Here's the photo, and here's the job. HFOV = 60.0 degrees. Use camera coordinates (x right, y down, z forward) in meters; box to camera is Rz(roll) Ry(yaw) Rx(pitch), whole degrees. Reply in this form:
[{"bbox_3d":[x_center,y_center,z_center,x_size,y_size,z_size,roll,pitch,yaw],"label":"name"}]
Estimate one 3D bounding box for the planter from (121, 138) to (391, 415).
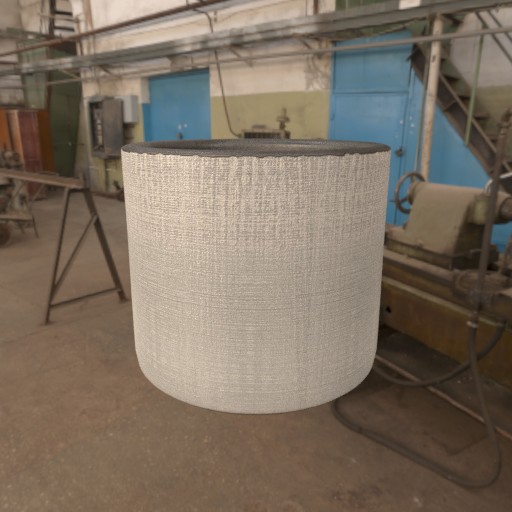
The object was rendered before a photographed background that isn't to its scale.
[{"bbox_3d":[0.000,0.000,0.226,0.125,0.112,0.125,0,17,0],"label":"planter"}]
